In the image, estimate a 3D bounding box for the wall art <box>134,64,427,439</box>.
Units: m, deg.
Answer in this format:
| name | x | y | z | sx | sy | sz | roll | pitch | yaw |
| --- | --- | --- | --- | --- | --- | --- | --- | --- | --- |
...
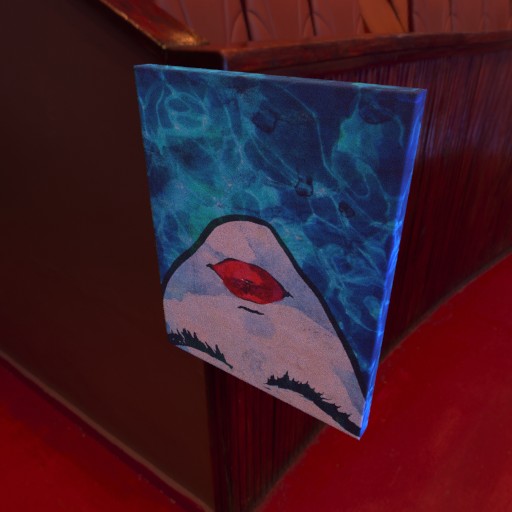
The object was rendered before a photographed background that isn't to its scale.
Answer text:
| name | x | y | z | sx | sy | sz | roll | pitch | yaw |
| --- | --- | --- | --- | --- | --- | --- | --- | --- | --- |
| wall art | 0.000 | 0.000 | 0.836 | 0.508 | 0.635 | 0.038 | 19 | 34 | 30 |
